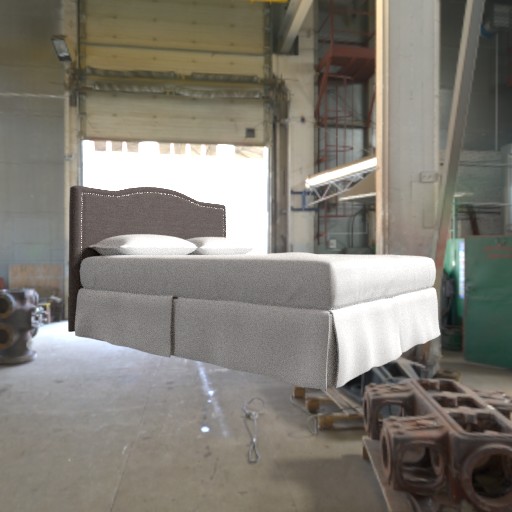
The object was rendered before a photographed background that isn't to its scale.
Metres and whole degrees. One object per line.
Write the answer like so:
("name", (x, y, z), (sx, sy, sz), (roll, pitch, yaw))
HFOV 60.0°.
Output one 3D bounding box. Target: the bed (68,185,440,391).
("bed", (0.000, 0.000, 3.987), (2.689, 1.457, 2.161), (0, 1, 37))
